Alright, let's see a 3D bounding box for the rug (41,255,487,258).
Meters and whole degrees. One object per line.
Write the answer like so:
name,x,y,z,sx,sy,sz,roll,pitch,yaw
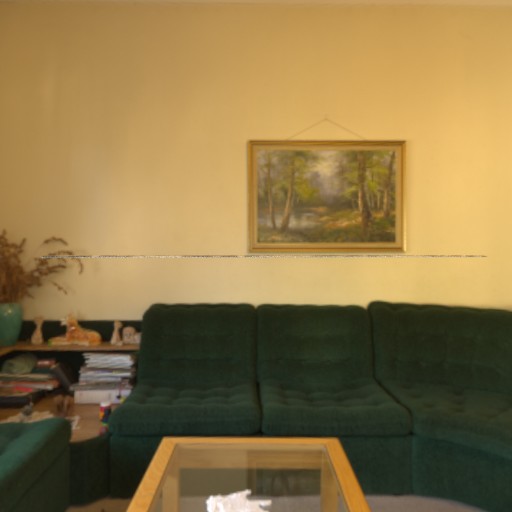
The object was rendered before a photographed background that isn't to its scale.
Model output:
rug,0.000,0.000,2.043,1.652,0.006,1.035,0,0,-18
